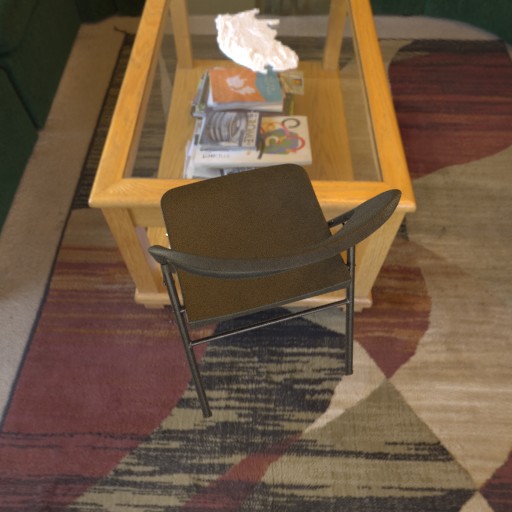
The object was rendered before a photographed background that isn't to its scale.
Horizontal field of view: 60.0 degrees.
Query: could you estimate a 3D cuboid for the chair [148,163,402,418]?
[{"bbox_3d":[0.000,0.000,1.181,0.494,0.810,0.566,-14,58,-9],"label":"chair"}]
